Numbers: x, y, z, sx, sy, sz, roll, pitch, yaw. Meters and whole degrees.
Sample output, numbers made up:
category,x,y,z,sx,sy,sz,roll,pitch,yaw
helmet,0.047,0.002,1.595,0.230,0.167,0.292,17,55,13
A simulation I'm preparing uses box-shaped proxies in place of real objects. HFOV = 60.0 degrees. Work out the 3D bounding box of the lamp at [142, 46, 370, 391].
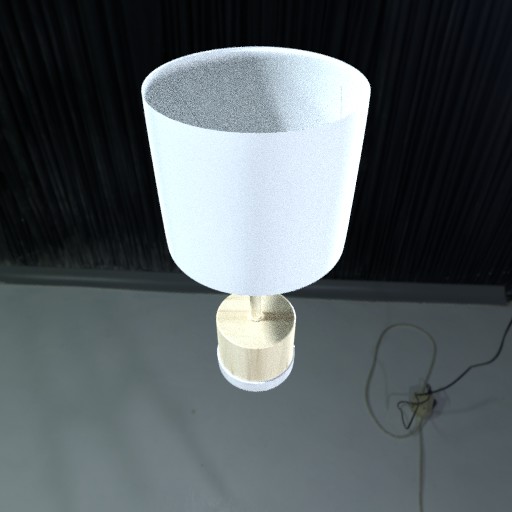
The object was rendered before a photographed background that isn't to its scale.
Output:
category,x,y,z,sx,sy,sz,roll,pitch,yaw
lamp,0.000,0.000,0.603,0.229,0.470,0.229,1,42,1
